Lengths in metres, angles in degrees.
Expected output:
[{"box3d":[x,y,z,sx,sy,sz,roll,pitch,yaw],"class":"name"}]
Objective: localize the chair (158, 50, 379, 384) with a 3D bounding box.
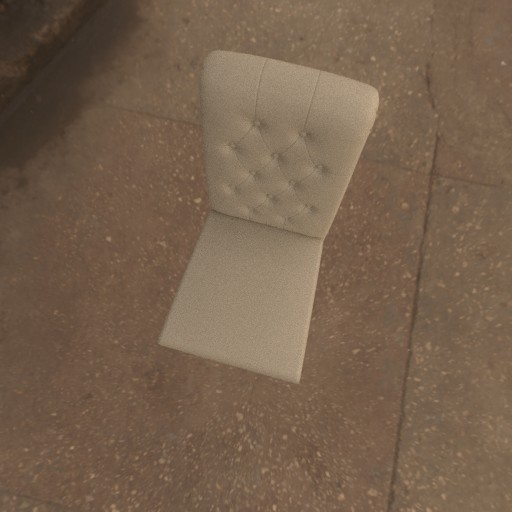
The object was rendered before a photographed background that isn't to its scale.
[{"box3d":[0.000,0.000,1.378,0.456,1.006,0.671,15,75,4],"class":"chair"}]
